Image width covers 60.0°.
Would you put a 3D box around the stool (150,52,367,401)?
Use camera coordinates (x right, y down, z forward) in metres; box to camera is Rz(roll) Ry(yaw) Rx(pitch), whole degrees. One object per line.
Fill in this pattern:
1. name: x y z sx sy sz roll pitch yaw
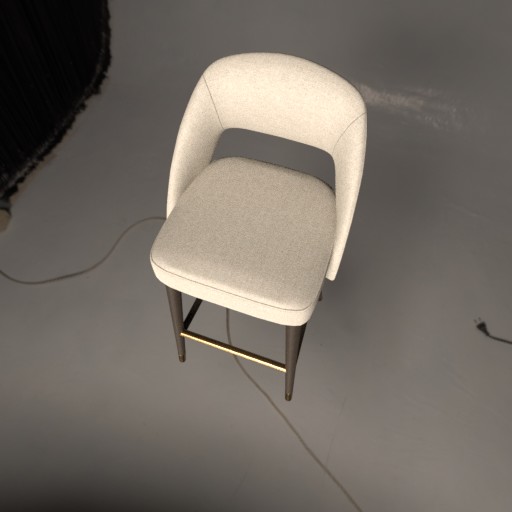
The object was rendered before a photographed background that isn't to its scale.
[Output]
1. stool: 0.000 0.000 1.352 0.494 1.037 0.509 17 60 10
